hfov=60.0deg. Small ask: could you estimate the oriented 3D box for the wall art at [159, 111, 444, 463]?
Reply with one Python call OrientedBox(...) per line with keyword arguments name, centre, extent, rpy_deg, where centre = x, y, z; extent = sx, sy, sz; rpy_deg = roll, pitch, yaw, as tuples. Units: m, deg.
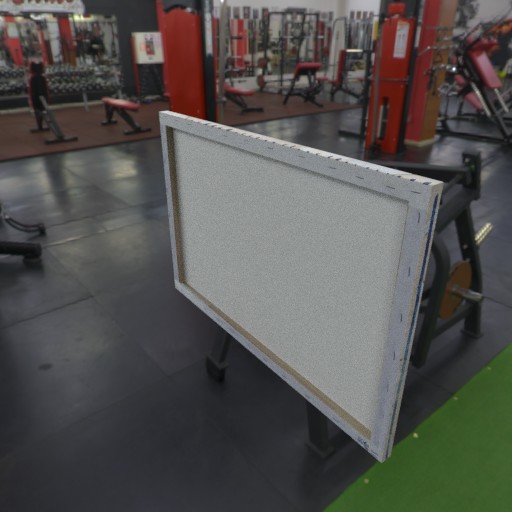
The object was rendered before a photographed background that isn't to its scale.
OrientedBox(name="wall art", centre=(0.000, 0.000, 1.417), extent=(0.038, 0.757, 1.143), rpy_deg=(-19, 32, -33))
